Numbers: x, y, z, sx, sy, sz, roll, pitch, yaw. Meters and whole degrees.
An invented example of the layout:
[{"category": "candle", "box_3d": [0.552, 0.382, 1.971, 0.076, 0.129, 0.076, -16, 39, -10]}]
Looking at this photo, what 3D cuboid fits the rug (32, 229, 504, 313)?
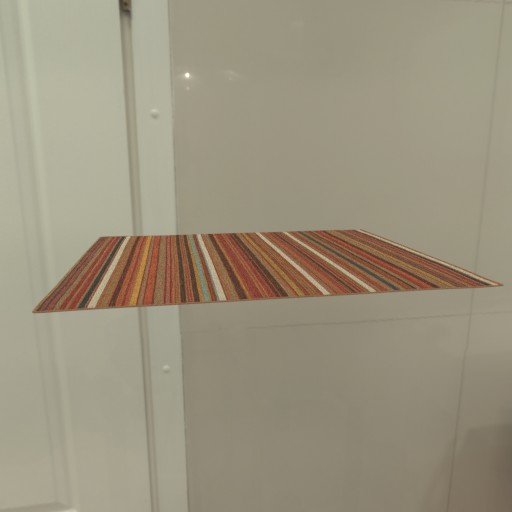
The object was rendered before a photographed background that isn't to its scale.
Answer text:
[{"category": "rug", "box_3d": [0.000, 0.000, 4.004, 3.092, 0.023, 2.479, -2, 13, -10]}]
